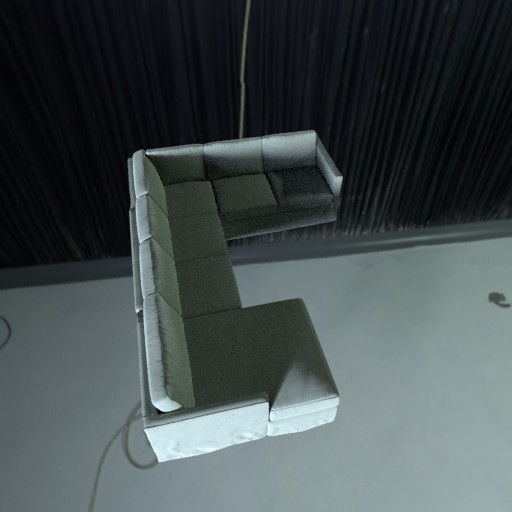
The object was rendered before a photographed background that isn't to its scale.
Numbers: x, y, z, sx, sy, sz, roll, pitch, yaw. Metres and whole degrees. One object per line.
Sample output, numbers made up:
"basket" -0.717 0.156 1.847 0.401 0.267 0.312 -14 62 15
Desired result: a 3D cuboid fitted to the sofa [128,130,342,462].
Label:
"sofa" 0.000 0.000 4.621 2.440 0.869 3.434 -10 48 -9
